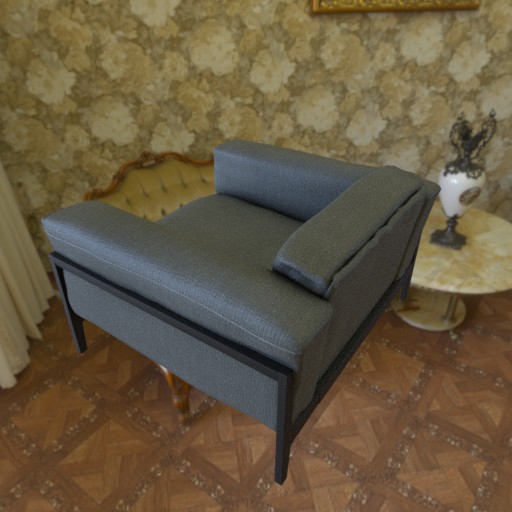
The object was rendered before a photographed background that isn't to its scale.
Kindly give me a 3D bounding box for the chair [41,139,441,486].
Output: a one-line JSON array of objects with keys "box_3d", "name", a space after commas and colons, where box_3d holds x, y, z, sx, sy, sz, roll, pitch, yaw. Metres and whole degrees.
[{"box_3d": [0.000, 0.000, 1.626, 0.969, 0.646, 1.056, 21, 38, 29], "name": "chair"}]
